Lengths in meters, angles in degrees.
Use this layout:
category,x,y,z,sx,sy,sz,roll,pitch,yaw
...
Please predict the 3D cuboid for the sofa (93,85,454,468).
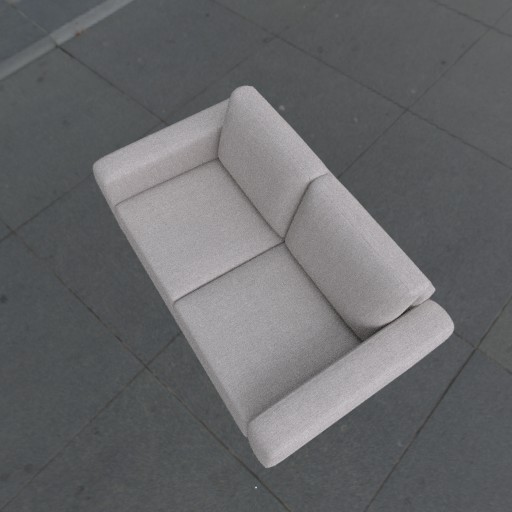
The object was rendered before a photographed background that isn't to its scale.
category,x,y,z,sx,sy,sz,roll,pitch,yaw
sofa,0.000,0.000,2.044,0.900,0.800,1.540,-30,66,-15
